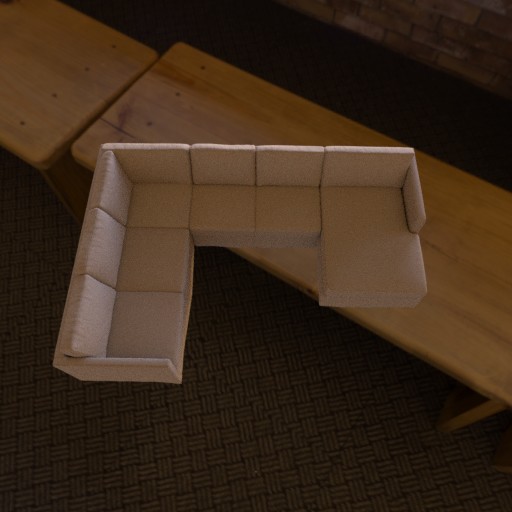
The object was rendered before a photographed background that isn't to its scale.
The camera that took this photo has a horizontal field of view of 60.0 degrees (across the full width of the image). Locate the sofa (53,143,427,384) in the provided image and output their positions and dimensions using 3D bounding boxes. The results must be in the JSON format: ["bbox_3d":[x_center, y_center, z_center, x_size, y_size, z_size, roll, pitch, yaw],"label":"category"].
[{"bbox_3d":[0.000,0.000,4.533,3.460,0.882,2.427,1,64,0],"label":"sofa"}]
